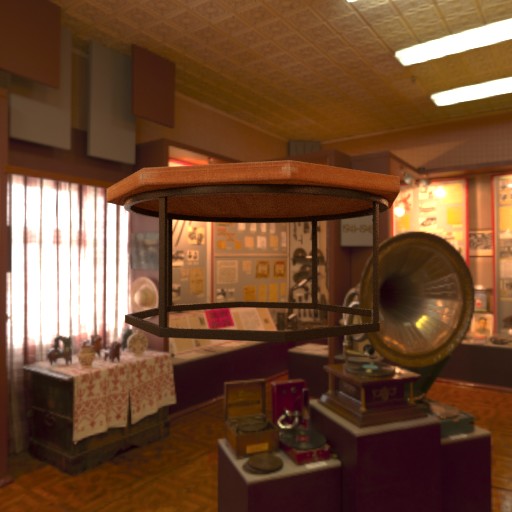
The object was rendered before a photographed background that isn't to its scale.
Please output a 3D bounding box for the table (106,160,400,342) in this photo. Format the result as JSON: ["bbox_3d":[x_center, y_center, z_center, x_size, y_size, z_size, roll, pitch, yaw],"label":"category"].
[{"bbox_3d":[0.000,0.000,1.545,1.002,0.444,1.002,0,-1,0],"label":"table"}]
